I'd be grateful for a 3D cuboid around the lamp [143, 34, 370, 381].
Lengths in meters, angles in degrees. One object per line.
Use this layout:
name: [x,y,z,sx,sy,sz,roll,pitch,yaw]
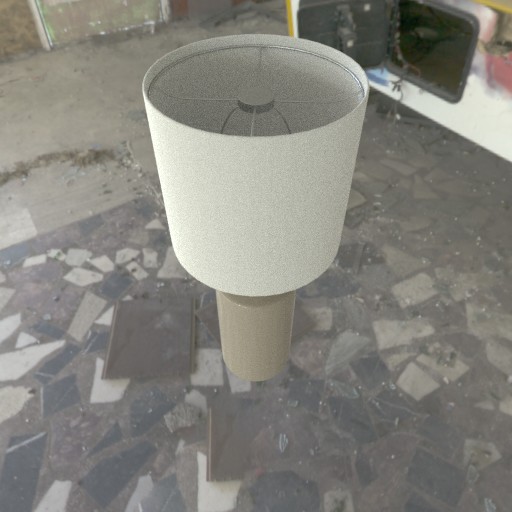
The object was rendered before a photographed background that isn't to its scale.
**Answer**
lamp: [0.000,0.000,0.598,0.212,0.493,0.212,2,47,2]
